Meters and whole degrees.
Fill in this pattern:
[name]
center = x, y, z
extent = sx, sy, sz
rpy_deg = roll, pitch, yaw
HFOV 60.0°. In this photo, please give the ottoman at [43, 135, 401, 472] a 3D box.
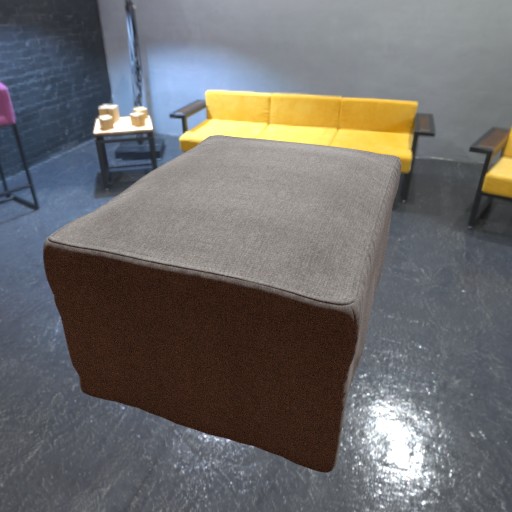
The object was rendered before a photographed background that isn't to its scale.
[ottoman]
center = 0.000, 0.000, 1.210
extent = 0.652, 0.492, 0.833
rpy_deg = 11, 33, 17
